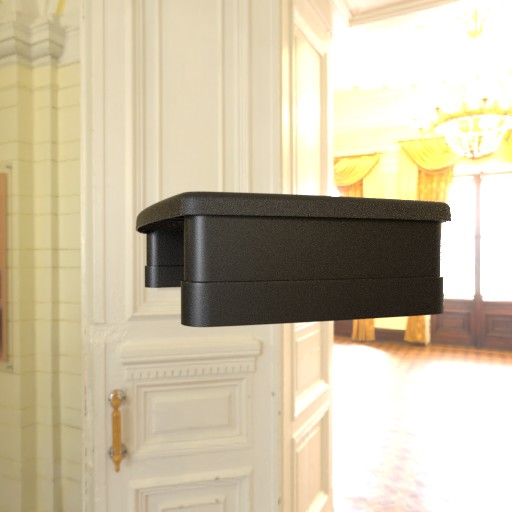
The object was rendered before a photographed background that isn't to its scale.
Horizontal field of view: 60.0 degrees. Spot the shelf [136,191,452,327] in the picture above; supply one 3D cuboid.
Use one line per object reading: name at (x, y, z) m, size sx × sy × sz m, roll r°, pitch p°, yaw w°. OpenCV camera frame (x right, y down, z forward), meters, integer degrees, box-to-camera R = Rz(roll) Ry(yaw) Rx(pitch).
shelf at (0.000, 0.000, 0.538) m, size 0.280 × 0.100 × 0.410 m, roll 0°, pitch 1°, yaw -18°
